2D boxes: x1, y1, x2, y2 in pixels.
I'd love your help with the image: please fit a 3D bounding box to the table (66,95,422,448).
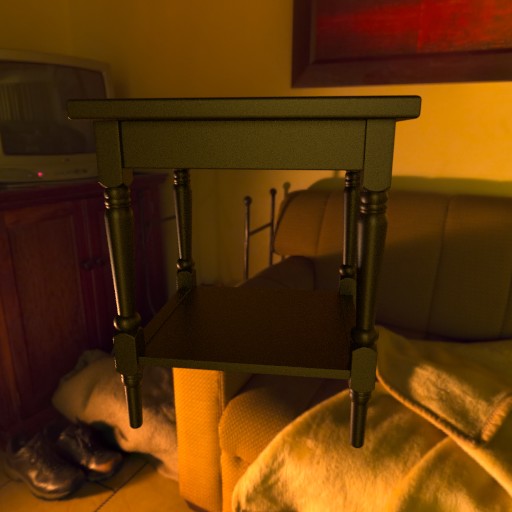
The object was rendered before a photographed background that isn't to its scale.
[{"bbox_3d":[0.000,0.000,0.884,0.488,0.565,0.442,2,15,7],"label":"table"}]
